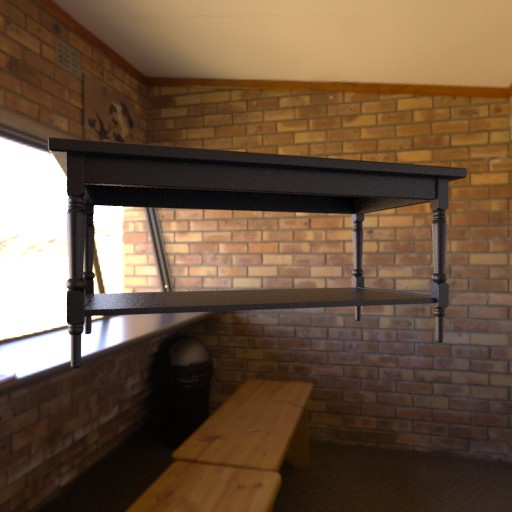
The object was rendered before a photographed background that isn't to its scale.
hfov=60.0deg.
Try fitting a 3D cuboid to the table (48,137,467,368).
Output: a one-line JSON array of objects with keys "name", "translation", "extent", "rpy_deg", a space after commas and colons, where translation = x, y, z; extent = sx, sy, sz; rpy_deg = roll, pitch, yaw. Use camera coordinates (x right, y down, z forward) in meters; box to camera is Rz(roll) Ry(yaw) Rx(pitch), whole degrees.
[{"name": "table", "translation": [0.000, 0.000, 1.377], "extent": [1.107, 0.510, 0.550], "rpy_deg": [0, 0, -18]}]
